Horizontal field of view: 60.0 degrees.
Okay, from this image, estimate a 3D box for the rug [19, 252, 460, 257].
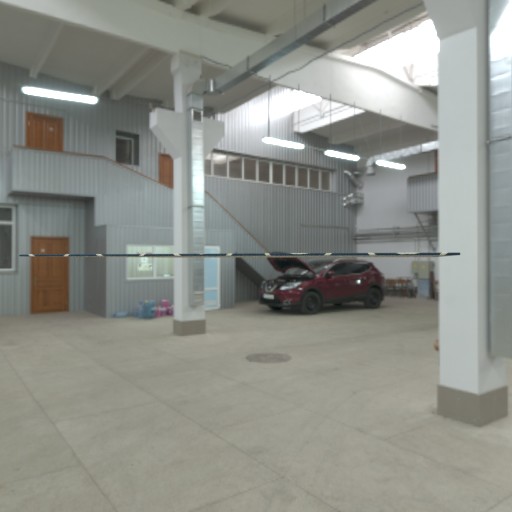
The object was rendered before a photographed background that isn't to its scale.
[{"bbox_3d":[0.000,0.000,2.718,2.134,0.010,1.524,0,0,19],"label":"rug"}]
